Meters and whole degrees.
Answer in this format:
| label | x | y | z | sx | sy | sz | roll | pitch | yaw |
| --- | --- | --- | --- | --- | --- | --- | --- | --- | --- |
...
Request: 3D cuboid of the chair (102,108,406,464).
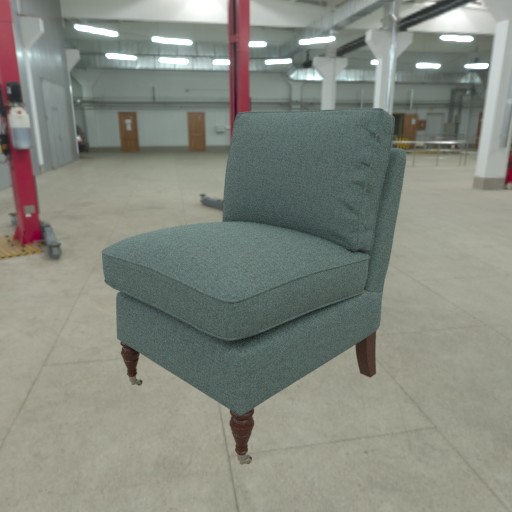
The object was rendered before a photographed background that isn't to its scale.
| label | x | y | z | sx | sy | sz | roll | pitch | yaw |
| --- | --- | --- | --- | --- | --- | --- | --- | --- | --- |
| chair | 0.000 | 0.000 | 1.426 | 0.624 | 0.901 | 0.796 | 15 | 22 | 42 |
